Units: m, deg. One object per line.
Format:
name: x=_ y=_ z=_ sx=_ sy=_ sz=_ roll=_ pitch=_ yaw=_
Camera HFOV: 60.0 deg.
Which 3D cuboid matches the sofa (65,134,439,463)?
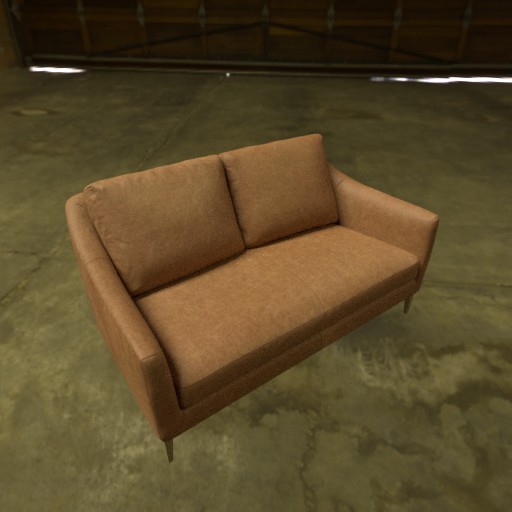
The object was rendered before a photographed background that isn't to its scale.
sofa: x=0.000 y=0.000 z=2.165 sx=1.619 sy=0.902 sz=0.960 roll=-22 pitch=37 yaw=-32
